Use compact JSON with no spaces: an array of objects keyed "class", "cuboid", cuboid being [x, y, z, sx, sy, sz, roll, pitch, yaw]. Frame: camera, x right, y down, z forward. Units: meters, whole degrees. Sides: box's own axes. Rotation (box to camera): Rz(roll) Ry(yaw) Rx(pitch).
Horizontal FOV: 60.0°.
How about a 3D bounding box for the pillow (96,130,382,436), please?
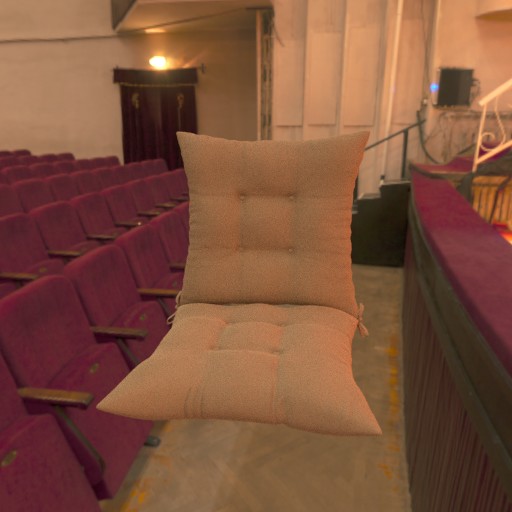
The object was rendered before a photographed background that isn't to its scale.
[{"class":"pillow","cuboid":[0.000,0.000,0.980,0.541,0.536,0.585,2,16,8]}]
